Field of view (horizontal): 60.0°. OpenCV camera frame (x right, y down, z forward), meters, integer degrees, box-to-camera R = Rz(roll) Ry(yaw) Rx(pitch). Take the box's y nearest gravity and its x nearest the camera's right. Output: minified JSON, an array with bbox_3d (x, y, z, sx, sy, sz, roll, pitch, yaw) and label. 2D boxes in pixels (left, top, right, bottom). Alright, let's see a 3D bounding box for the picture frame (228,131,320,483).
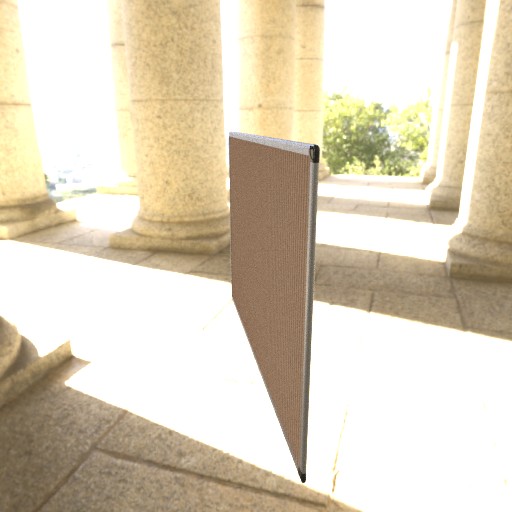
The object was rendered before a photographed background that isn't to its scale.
[{"bbox_3d":[0.000,0.000,1.138,0.010,0.600,0.900,-3,17,-11],"label":"picture frame"}]
